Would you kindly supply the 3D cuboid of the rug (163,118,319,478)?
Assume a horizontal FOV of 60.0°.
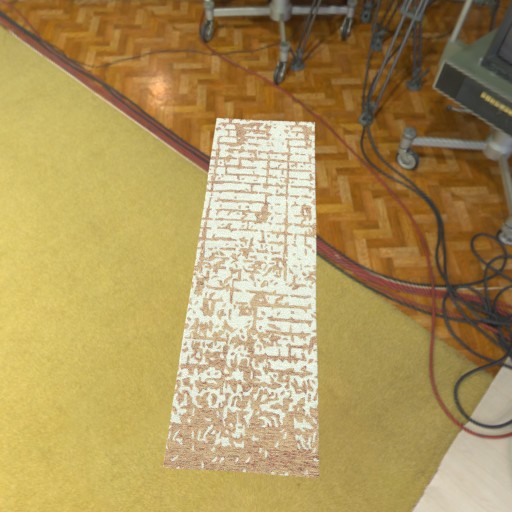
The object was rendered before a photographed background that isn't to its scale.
[{"bbox_3d":[0.000,0.000,2.754,0.750,0.011,2.435,3,59,2],"label":"rug"}]
